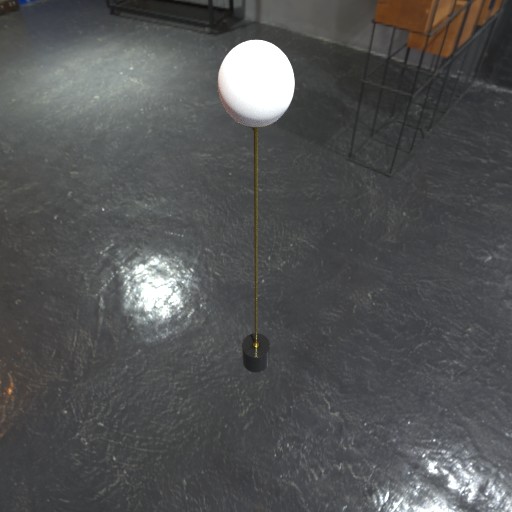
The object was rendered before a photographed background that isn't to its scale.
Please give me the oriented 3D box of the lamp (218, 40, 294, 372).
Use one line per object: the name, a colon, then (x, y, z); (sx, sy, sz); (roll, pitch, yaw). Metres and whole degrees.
lamp: (0.000, 0.000, 1.877); (0.229, 1.748, 0.229); (31, 54, 25)
